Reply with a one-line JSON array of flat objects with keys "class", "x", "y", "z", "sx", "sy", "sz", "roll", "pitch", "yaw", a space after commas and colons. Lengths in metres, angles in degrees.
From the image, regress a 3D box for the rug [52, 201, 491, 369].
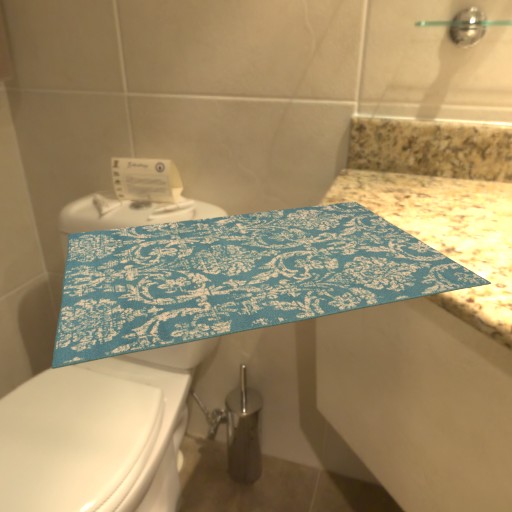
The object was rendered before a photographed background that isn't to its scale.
[{"class": "rug", "x": 0.000, "y": 0.000, "z": 2.250, "sx": 1.833, "sy": 0.012, "sz": 1.211, "roll": -8, "pitch": 27, "yaw": -17}]
